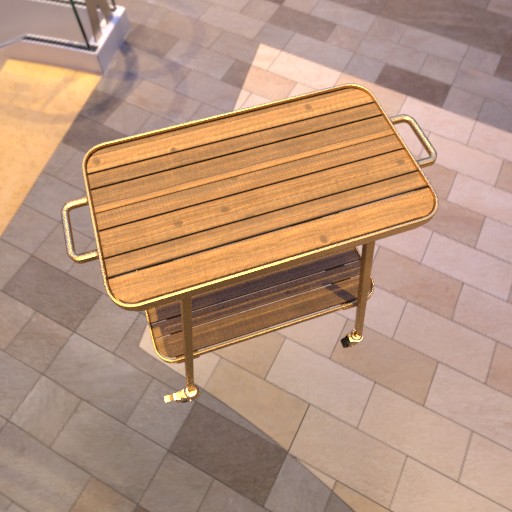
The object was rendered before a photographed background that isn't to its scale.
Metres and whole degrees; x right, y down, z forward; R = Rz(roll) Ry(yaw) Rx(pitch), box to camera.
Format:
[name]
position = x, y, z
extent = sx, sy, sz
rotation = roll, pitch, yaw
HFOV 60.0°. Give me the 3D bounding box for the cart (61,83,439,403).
[cart]
position = 0.000, 0.000, 1.246
extent = 0.806, 0.700, 0.524
rotation = -16, 64, -8
